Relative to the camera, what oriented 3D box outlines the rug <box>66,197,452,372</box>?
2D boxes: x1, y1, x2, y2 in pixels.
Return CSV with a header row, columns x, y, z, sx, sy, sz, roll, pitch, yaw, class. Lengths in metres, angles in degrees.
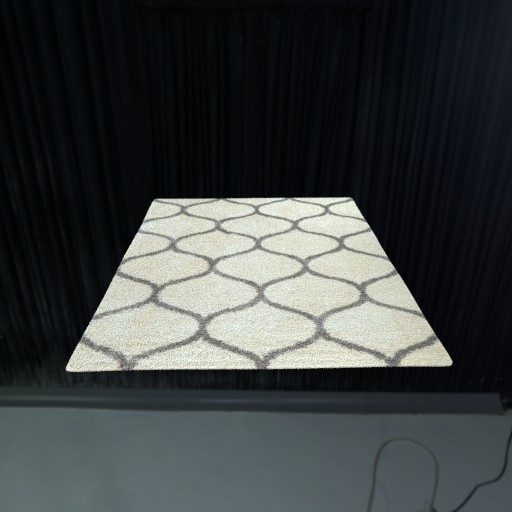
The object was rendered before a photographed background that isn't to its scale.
x,y,z,sx,sy,sz,roll,pitch,yaw,class
0.000,0.000,4.051,2.399,0.026,3.000,-1,27,-1,rug
